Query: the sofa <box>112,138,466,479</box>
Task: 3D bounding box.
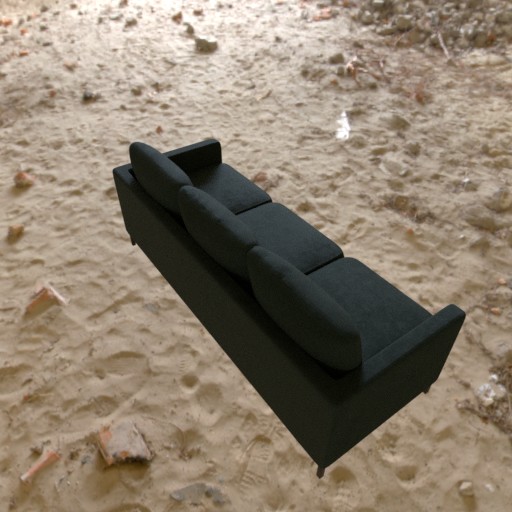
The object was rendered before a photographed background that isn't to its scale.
[{"bbox_3d":[0.000,0.000,2.672,0.859,0.870,2.218,-25,46,-26],"label":"sofa"}]
